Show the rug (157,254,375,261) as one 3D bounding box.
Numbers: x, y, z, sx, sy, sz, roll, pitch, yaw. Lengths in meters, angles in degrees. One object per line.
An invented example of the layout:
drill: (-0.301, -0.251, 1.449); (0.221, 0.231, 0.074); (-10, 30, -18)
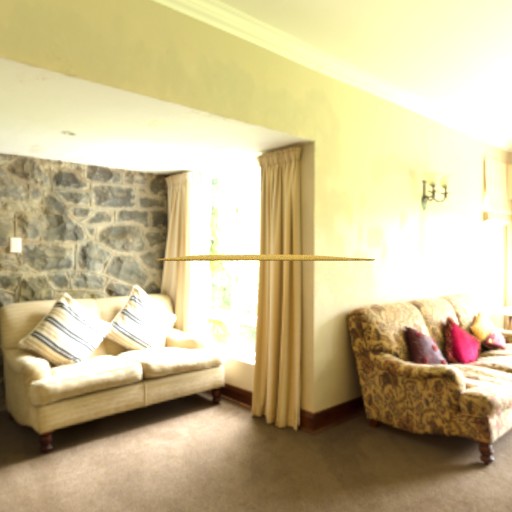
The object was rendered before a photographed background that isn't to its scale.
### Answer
rug: (0.000, 0.000, 2.543); (0.686, 0.013, 2.340); (0, 1, -2)
